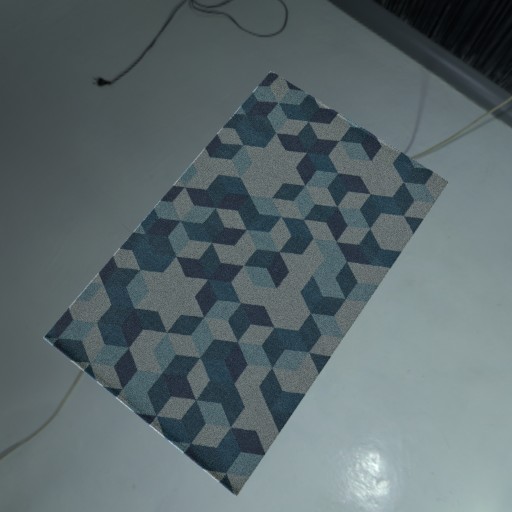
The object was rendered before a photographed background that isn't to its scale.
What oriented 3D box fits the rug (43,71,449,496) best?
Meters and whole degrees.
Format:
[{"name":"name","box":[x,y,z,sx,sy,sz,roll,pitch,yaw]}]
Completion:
[{"name":"rug","box":[0.000,0.000,2.921,1.518,0.015,2.438,35,77,9]}]
